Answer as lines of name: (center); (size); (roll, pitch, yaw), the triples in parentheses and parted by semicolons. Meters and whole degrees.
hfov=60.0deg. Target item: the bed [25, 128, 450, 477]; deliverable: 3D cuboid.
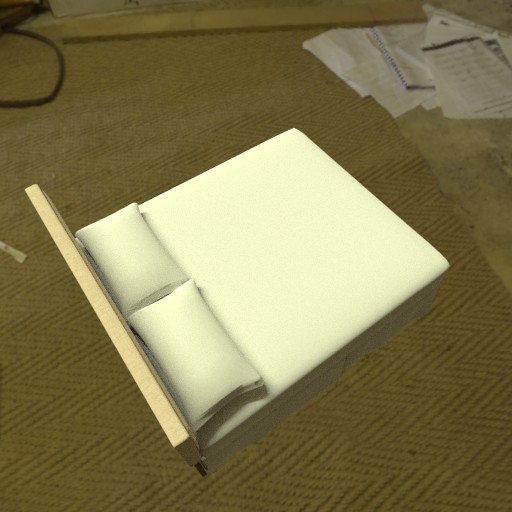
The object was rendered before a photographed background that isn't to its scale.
bed: (0.000, 0.000, 2.708); (1.876, 1.016, 1.616); (-31, 62, -19)
